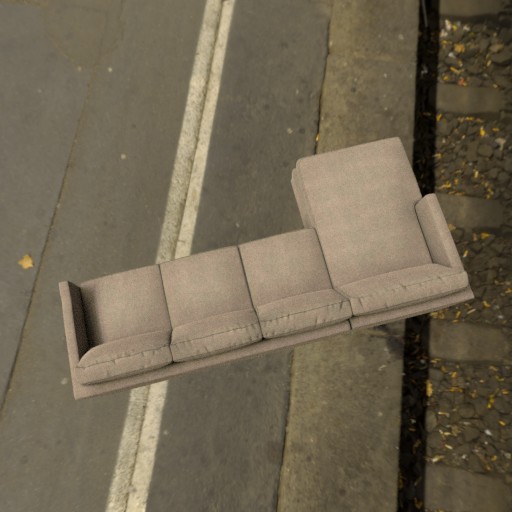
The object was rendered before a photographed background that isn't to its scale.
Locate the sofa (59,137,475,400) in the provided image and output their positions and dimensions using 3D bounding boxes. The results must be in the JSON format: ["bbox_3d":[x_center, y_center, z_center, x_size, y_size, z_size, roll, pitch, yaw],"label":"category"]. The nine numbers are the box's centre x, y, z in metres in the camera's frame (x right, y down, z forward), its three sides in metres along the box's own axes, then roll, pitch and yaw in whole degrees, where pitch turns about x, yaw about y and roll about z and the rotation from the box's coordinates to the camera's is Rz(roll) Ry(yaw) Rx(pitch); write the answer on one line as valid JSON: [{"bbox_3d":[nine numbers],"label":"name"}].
[{"bbox_3d":[0.000,0.000,3.850,3.205,0.922,1.650,-14,76,-3],"label":"sofa"}]
